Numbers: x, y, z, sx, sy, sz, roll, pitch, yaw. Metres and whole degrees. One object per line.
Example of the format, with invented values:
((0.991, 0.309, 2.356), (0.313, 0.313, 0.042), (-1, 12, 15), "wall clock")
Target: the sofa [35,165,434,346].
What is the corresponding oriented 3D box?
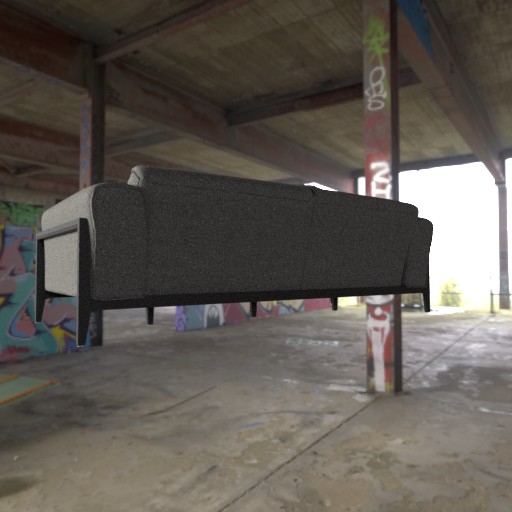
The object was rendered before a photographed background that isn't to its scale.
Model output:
((0.000, 0.000, 2.521), (2.125, 0.703, 0.985), (1, -2, -35), "sofa")
